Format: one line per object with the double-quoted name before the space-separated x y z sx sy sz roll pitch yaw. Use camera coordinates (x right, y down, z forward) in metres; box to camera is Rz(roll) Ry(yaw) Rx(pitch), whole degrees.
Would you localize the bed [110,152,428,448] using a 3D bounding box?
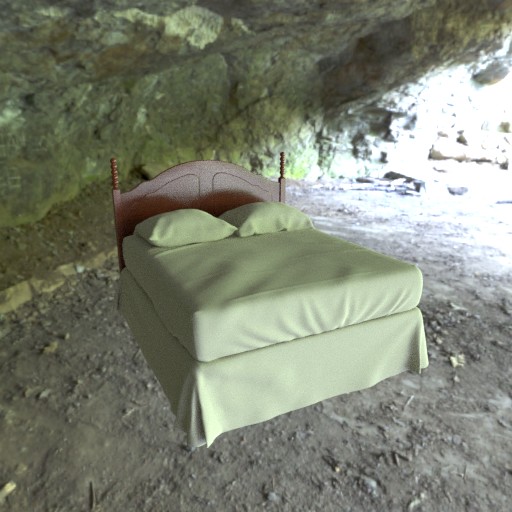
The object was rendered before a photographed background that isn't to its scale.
"bed" 0.000 0.000 3.317 1.873 1.356 2.040 -9 19 -26
